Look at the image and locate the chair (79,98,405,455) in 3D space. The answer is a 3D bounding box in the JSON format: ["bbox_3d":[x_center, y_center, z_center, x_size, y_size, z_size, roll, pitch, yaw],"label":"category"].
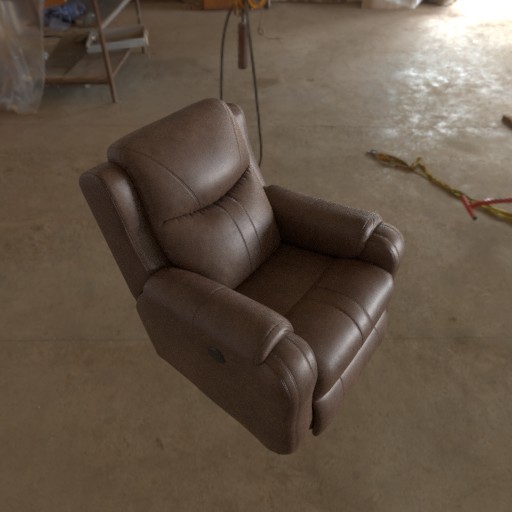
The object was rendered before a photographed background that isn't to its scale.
[{"bbox_3d":[0.000,0.000,1.819,1.067,0.990,0.940,25,47,26],"label":"chair"}]
